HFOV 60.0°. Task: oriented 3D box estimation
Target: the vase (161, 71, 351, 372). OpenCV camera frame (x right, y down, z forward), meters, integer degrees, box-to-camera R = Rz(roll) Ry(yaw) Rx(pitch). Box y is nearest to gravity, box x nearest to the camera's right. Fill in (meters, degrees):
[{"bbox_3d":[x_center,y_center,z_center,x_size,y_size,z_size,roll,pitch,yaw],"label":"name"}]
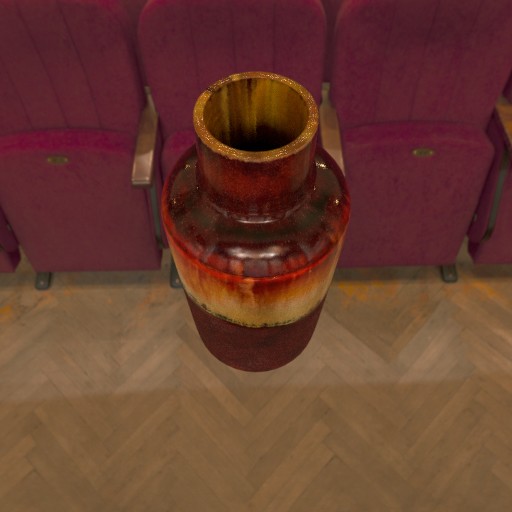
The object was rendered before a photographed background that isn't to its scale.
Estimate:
[{"bbox_3d":[0.000,0.000,0.314,0.111,0.261,0.111,0,60,0],"label":"vase"}]
